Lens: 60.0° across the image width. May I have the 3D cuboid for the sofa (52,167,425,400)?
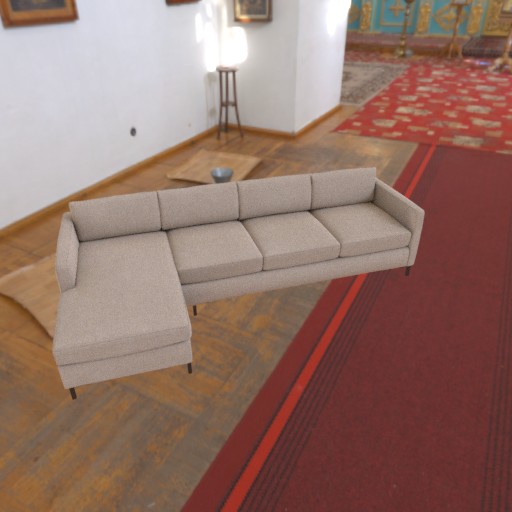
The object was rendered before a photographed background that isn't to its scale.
[{"bbox_3d":[0.000,0.000,3.506,2.923,0.816,1.469,-9,33,-15],"label":"sofa"}]
